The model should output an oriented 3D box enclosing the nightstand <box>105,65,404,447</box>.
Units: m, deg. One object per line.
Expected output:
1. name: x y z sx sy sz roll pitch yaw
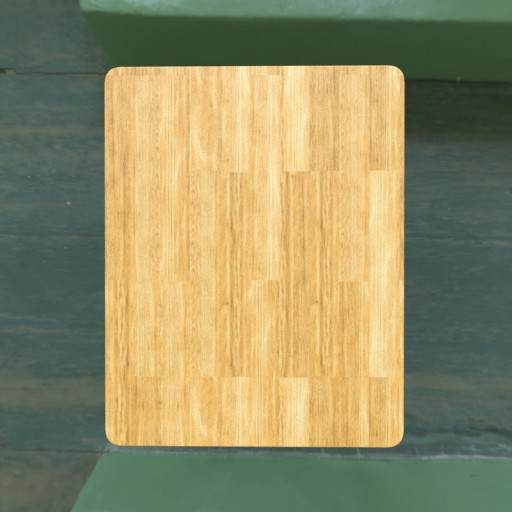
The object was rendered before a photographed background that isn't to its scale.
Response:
1. nightstand: 0.000 0.000 0.887 0.440 0.470 0.560 0 90 1
